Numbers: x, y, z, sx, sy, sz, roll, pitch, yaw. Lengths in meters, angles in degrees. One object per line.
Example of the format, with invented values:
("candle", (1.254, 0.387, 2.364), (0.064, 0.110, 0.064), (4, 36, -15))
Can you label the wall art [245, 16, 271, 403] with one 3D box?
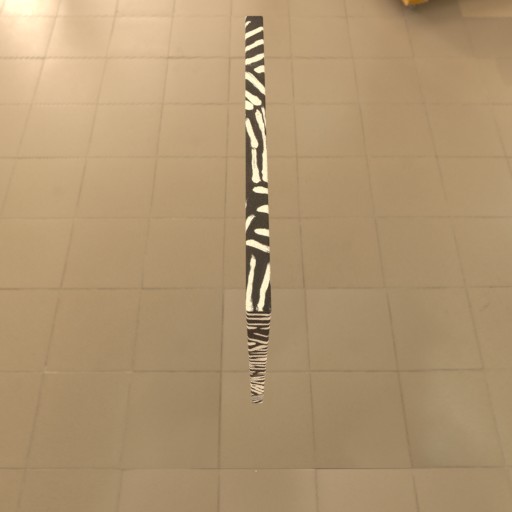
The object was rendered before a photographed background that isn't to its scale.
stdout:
("wall art", (0.000, 0.000, 1.156), (0.035, 0.918, 0.615), (-1, 64, 0))
